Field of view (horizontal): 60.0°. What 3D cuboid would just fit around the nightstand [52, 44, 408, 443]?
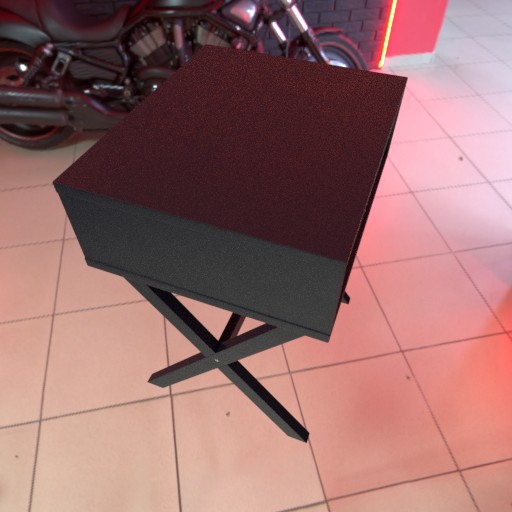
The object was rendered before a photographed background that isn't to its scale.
[{"bbox_3d":[0.000,0.000,0.924,0.402,0.623,0.479,16,49,14],"label":"nightstand"}]
